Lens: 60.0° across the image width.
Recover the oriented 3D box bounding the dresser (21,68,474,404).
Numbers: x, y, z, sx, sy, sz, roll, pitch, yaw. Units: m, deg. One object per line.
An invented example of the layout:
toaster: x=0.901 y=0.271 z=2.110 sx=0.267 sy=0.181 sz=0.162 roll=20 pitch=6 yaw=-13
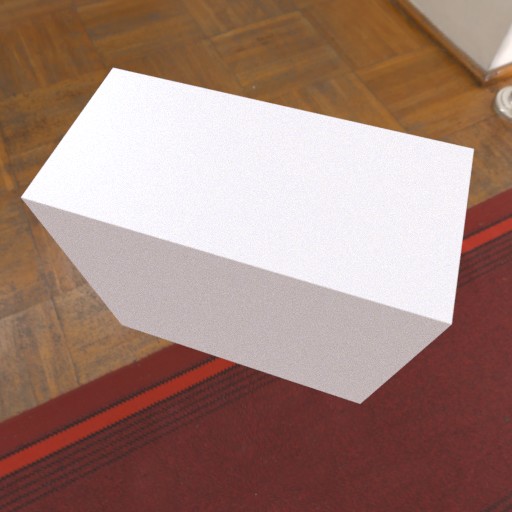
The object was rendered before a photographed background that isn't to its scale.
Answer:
dresser: x=0.000 y=0.000 z=1.224 sx=0.830 sy=0.740 sz=0.420 roll=16 pitch=63 yaw=9
